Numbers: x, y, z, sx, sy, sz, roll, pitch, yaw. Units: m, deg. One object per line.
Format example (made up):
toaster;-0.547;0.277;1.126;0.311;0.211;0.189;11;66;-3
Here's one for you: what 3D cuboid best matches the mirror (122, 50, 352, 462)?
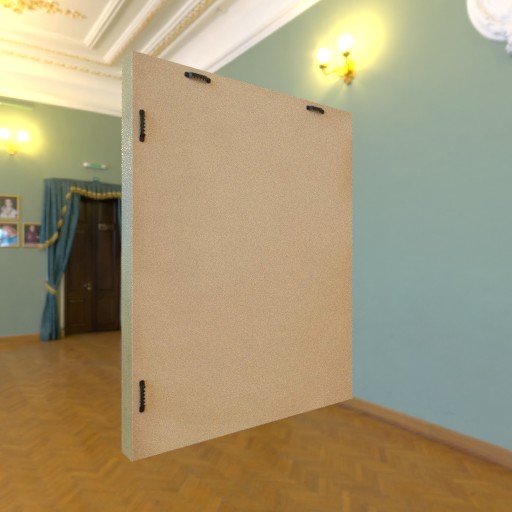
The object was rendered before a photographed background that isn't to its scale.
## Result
mirror;0.000;0.000;0.681;0.406;0.509;0.041;0;0;-37
